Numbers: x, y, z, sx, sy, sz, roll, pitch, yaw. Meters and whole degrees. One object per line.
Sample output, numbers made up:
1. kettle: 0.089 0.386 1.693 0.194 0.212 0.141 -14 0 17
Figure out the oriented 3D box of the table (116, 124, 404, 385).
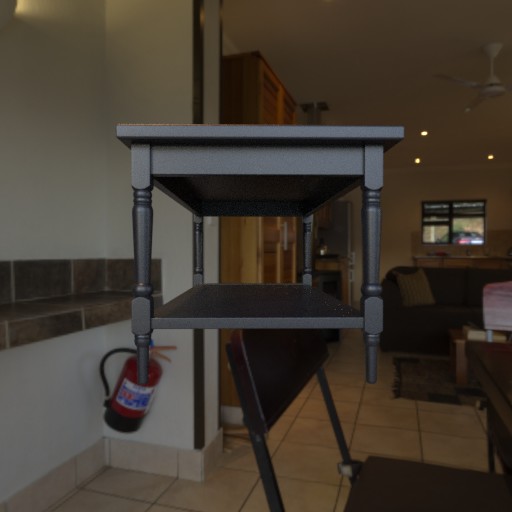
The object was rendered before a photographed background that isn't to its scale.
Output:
1. table: 0.000 0.000 1.398 0.550 0.510 1.107 0 0 -1
